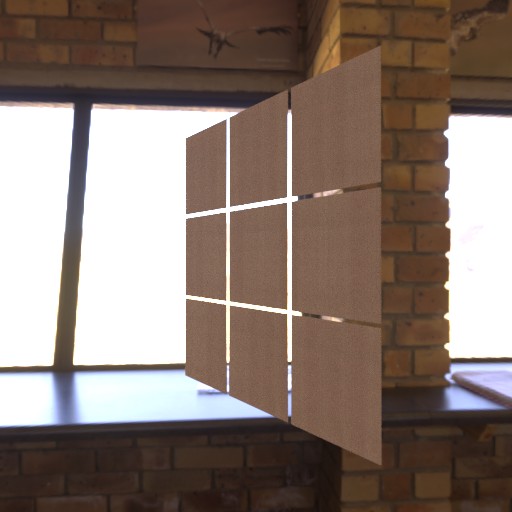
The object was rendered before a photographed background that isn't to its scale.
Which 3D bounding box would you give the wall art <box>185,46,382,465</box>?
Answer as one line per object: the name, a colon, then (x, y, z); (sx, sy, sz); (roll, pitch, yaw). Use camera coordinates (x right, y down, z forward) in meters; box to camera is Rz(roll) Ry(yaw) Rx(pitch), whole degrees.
wall art: (0.000, 0.000, 2.200); (0.002, 1.505, 1.517); (0, 0, -36)
